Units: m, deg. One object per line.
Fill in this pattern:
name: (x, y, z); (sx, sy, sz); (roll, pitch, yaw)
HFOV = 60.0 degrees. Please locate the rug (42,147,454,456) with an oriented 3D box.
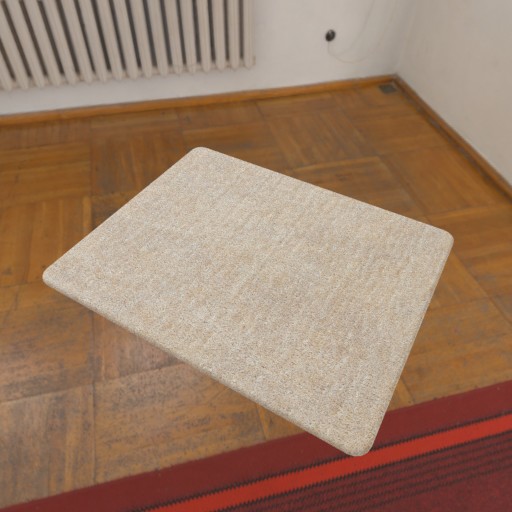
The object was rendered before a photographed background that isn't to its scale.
rug: (0.000, 0.000, 3.383); (2.528, 0.048, 2.009); (23, 51, 20)
